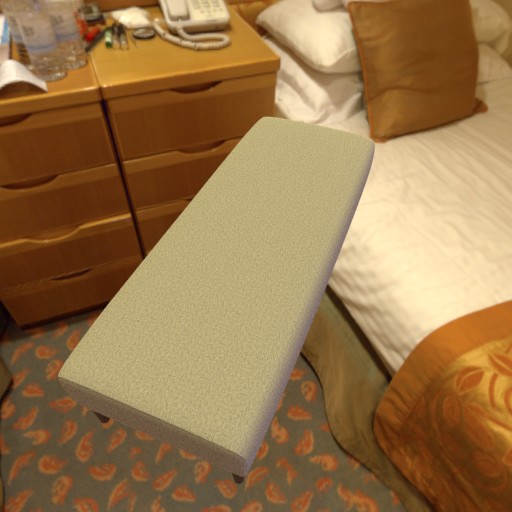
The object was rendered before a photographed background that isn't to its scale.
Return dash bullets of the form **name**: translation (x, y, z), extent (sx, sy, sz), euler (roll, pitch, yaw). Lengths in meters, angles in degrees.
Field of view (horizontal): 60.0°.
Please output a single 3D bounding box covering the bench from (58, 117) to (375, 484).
- **bench**: translation (0.000, 0.000, 1.808), extent (0.631, 0.383, 1.598), euler (17, 48, 15)
